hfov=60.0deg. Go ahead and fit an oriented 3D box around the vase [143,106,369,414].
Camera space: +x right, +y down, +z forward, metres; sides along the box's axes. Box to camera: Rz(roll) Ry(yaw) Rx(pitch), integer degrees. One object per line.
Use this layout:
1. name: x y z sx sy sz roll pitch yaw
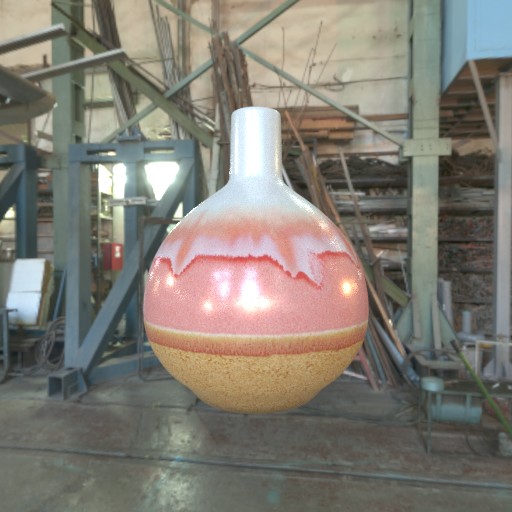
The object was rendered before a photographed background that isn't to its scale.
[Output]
1. vase: 0.000 0.000 0.276 0.137 0.176 0.137 0 1 0
